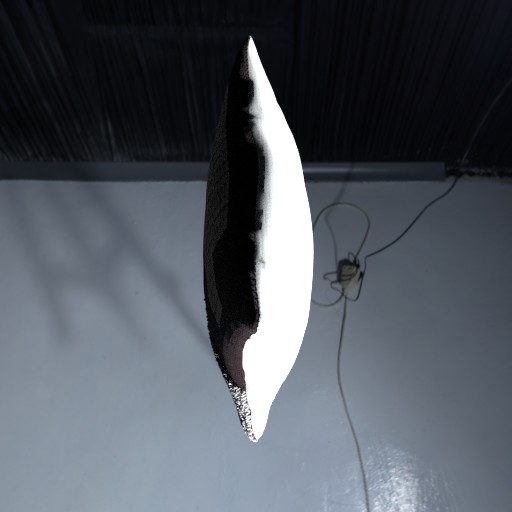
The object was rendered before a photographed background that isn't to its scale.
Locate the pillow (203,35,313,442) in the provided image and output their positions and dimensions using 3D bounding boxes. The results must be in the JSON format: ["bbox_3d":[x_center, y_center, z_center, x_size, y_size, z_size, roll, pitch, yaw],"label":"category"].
[{"bbox_3d":[0.000,0.000,0.717,0.178,0.473,0.475,0,56,0],"label":"pillow"}]
